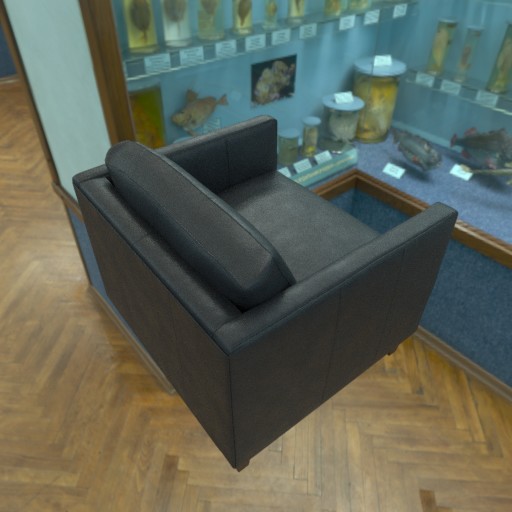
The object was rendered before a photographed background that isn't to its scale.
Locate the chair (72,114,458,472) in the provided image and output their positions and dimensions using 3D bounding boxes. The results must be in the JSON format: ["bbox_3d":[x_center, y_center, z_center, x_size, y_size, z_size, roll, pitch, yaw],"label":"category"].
[{"bbox_3d":[0.000,0.000,1.568,0.862,0.811,0.939,-27,47,-28],"label":"chair"}]
